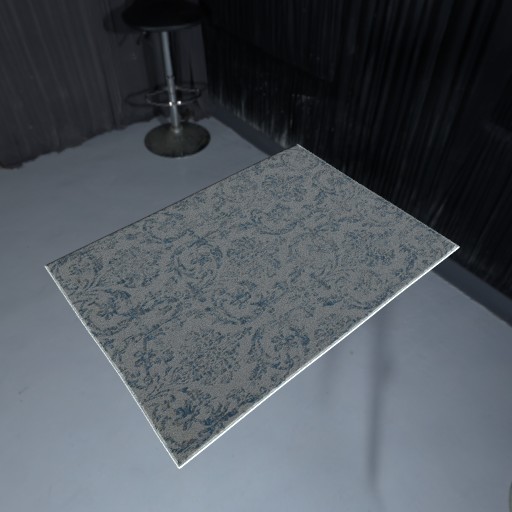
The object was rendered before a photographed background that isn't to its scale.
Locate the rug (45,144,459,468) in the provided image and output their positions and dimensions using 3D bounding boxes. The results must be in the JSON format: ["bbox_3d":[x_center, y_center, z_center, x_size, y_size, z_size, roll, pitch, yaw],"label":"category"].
[{"bbox_3d":[0.000,0.000,2.889,2.197,0.014,1.586,-31,54,-26],"label":"rug"}]
